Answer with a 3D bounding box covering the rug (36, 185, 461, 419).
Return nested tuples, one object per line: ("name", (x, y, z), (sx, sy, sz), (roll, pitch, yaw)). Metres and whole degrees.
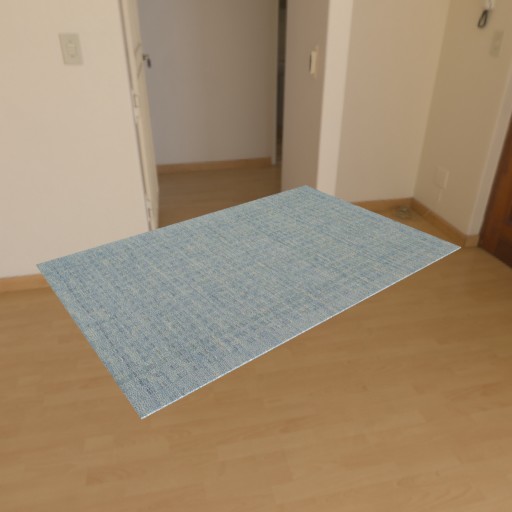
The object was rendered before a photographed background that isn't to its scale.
("rug", (0.000, 0.000, 2.178), (1.752, 0.006, 1.142), (-21, 35, -32))
